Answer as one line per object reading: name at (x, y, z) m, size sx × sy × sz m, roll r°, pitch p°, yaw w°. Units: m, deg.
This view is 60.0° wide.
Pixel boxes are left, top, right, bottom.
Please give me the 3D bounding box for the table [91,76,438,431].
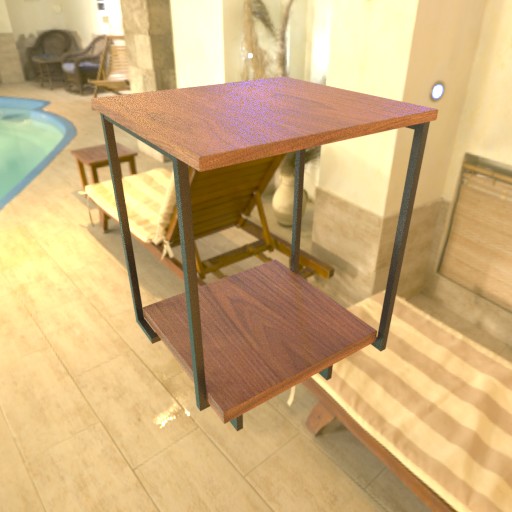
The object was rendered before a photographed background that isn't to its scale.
table at (0.000, 0.000, 0.853) m, size 0.411 × 0.567 × 0.384 m, roll -19°, pitch 35°, yaw -29°
